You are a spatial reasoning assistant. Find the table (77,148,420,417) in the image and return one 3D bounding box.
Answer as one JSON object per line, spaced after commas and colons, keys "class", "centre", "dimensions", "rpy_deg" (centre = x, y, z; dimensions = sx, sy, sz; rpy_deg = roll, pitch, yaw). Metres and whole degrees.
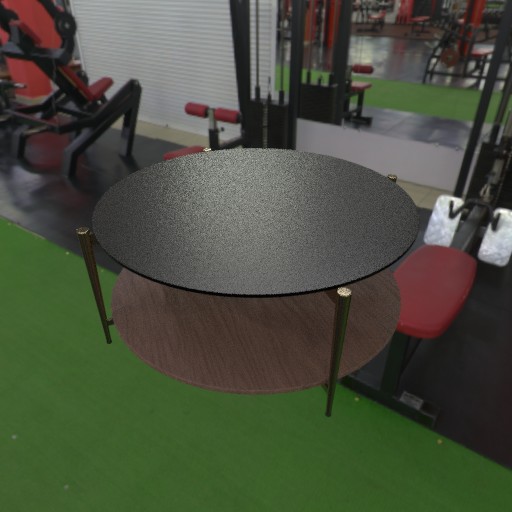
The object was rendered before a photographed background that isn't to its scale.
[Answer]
{"class": "table", "centre": [0.000, 0.000, 1.434], "dimensions": [0.938, 0.400, 0.938], "rpy_deg": [22, 39, 31]}
